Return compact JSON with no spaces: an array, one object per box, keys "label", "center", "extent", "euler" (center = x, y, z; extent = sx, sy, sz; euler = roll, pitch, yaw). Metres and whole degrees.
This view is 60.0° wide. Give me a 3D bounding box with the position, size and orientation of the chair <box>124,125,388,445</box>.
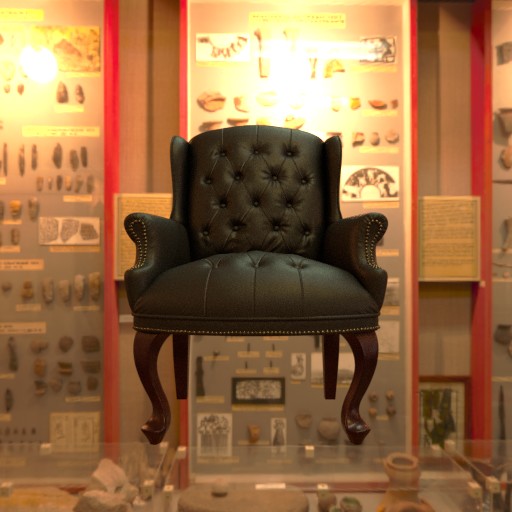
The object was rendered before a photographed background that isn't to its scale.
[{"label":"chair","center":[0.000,0.000,1.617],"extent":[0.838,1.111,0.762],"euler":[0,1,0]}]
